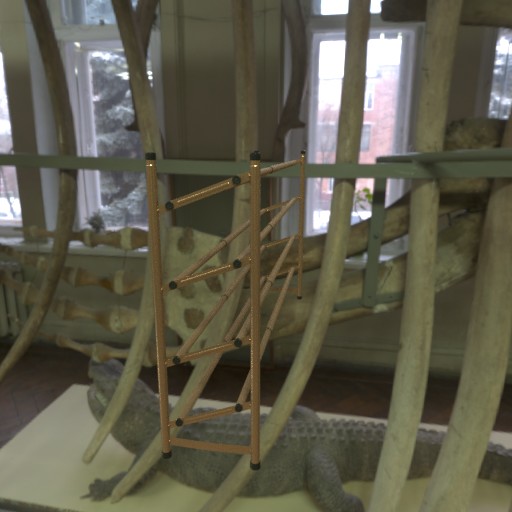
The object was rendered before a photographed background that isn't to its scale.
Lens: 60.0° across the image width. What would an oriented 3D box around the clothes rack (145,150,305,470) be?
[{"bbox_3d":[0.000,0.000,1.459,0.229,0.672,1.168,2,14,10],"label":"clothes rack"}]
